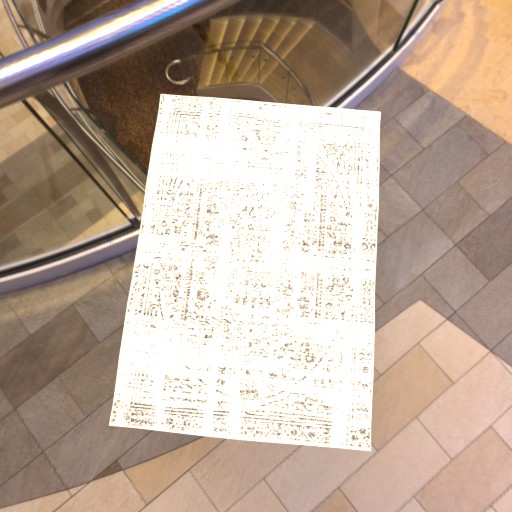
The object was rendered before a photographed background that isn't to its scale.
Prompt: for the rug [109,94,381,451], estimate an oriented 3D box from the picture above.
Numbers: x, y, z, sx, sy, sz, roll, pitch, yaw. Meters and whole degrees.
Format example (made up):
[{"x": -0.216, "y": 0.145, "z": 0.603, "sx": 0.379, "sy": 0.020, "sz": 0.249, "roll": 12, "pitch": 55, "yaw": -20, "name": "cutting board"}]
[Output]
[{"x": 0.000, "y": 0.000, "z": 3.125, "sx": 1.706, "sy": 0.026, "sz": 2.438, "roll": 5, "pitch": 77, "yaw": 1, "name": "rug"}]
